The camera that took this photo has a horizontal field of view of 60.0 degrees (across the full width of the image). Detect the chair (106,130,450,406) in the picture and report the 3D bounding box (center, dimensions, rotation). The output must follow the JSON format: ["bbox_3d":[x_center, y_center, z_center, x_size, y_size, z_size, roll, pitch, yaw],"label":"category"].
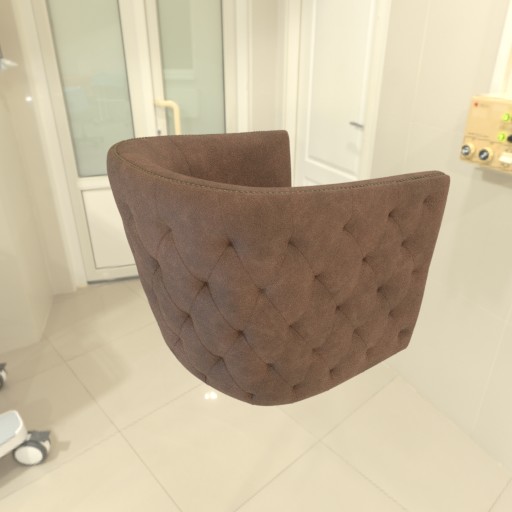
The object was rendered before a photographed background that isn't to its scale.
[{"bbox_3d":[0.000,0.000,1.539,0.870,0.790,0.850,-18,32,-31],"label":"chair"}]
